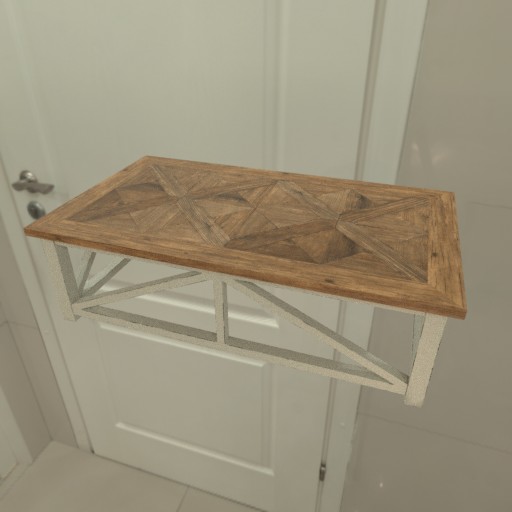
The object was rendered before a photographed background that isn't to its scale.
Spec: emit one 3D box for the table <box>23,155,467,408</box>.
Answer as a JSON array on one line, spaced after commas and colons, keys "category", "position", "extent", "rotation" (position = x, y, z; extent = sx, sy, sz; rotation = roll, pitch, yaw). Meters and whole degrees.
[{"category": "table", "position": [0.000, 0.000, 1.743], "extent": [1.400, 0.410, 0.800], "rotation": [10, 33, 16]}]
